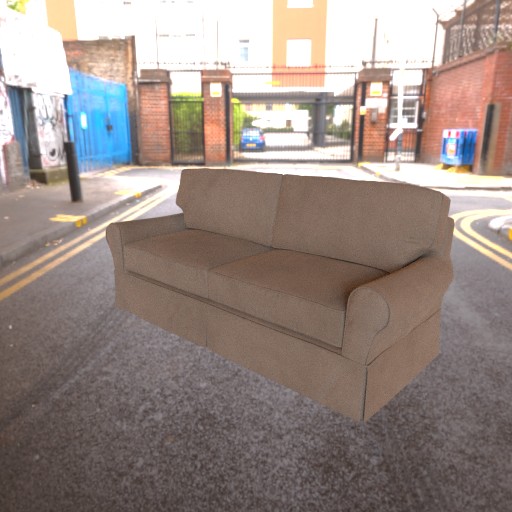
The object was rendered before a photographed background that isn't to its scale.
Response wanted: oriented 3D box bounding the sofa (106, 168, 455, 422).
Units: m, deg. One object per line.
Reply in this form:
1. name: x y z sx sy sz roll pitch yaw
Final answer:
1. sofa: 0.000 0.000 2.842 2.246 1.014 0.900 14 21 40
